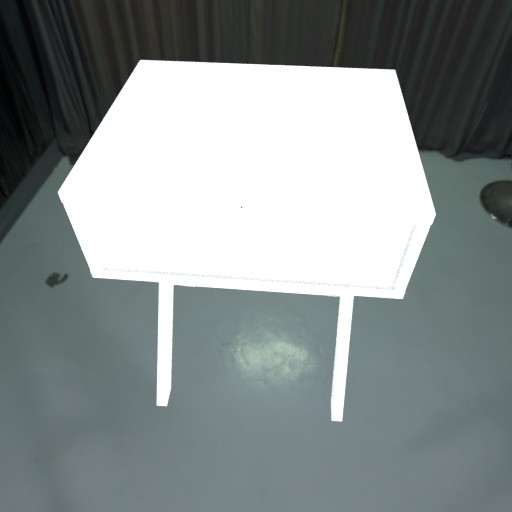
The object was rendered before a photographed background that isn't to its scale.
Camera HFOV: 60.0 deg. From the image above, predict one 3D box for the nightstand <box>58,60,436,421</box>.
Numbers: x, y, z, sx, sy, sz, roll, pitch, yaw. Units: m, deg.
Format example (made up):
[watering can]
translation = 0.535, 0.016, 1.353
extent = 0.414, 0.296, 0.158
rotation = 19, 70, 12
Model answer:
[nightstand]
translation = 0.000, 0.000, 0.921
extent = 0.479, 0.623, 0.402
rotation = 4, 47, 3
